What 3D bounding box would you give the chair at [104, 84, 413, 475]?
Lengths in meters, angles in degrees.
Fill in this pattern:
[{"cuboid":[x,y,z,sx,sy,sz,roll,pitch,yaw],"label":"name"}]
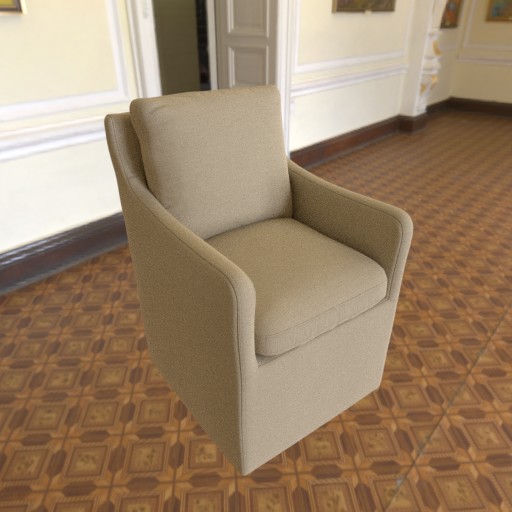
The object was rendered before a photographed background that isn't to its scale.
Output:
[{"cuboid":[0.000,0.000,1.361,0.626,0.914,0.694,-20,34,-31],"label":"chair"}]
